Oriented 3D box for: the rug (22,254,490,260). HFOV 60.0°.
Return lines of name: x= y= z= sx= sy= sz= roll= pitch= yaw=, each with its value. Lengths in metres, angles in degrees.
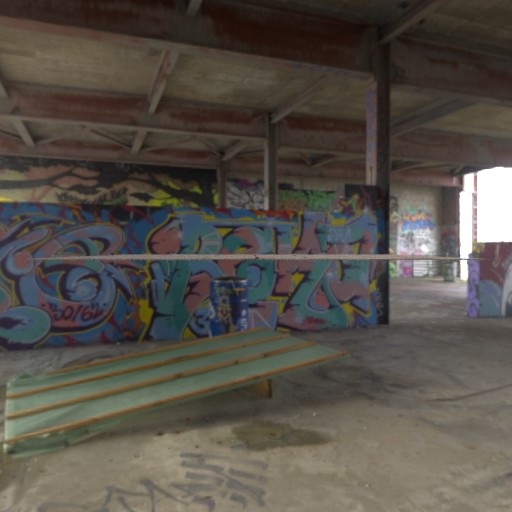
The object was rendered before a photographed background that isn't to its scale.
rug: x=0.000 y=0.000 z=4.087 sx=3.061 sy=0.022 sz=2.468 roll=0 pitch=1 yaw=0
